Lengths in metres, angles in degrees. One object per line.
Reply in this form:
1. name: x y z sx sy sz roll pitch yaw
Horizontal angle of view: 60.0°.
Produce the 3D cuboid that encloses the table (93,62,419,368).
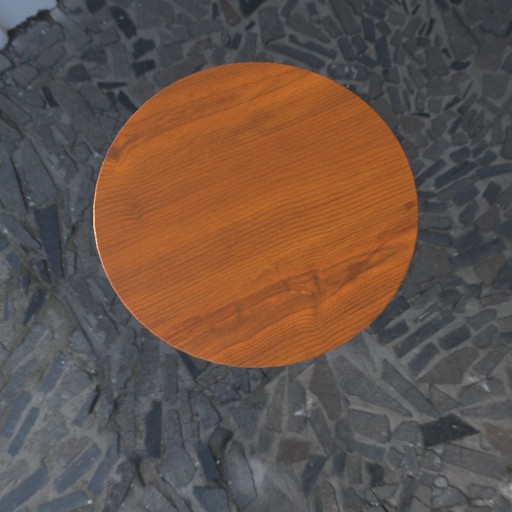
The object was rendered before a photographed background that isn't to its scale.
1. table: 0.000 0.000 0.918 0.457 0.610 0.457 0 75 0
